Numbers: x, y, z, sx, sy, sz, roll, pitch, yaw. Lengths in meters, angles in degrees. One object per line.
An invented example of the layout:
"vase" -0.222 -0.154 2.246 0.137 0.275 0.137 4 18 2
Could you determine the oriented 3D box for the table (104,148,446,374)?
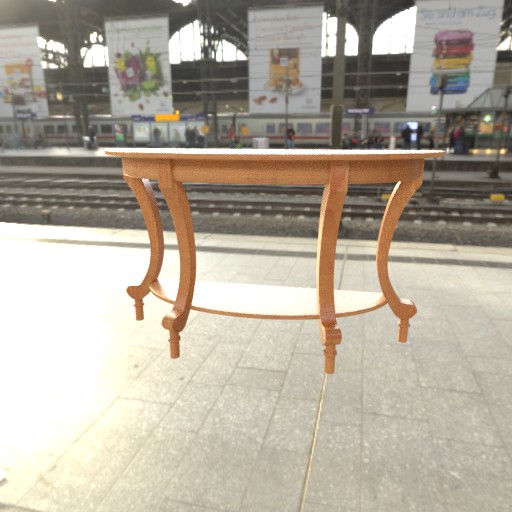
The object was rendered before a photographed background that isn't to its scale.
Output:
"table" 0.000 0.000 1.505 1.198 0.692 0.394 3 16 11
